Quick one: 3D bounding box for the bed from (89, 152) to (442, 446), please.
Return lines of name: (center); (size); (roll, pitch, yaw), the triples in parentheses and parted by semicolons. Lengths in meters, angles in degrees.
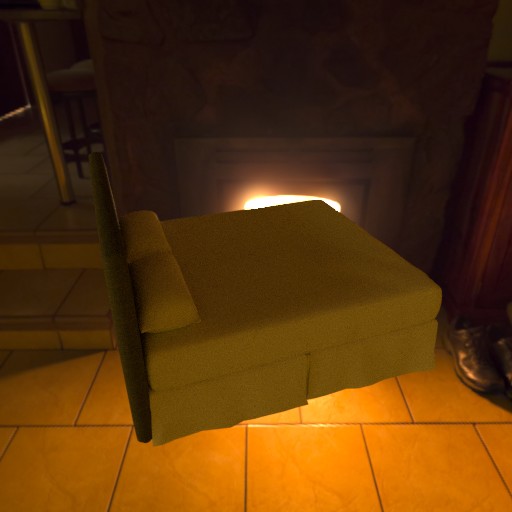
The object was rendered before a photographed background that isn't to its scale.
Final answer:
bed: (0.000, 0.000, 3.335); (2.142, 1.330, 1.884); (-10, 30, -18)
